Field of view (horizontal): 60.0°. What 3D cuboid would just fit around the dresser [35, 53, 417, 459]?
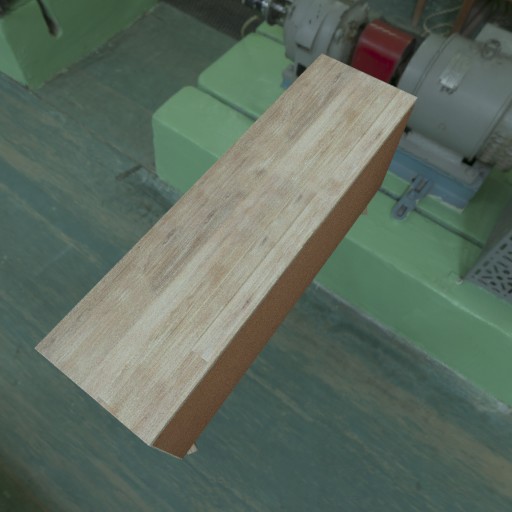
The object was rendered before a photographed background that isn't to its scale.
[{"bbox_3d":[0.000,0.000,1.896,0.455,0.788,1.602,33,67,16],"label":"dresser"}]
